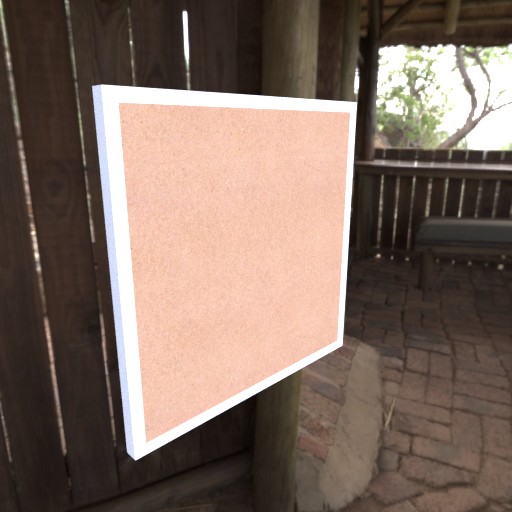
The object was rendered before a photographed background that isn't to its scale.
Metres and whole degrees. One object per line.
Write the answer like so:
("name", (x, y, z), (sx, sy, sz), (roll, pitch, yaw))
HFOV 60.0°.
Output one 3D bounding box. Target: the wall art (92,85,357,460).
("wall art", (0.000, 0.000, 1.119), (0.760, 0.760, 0.036), (-15, 22, -42))
